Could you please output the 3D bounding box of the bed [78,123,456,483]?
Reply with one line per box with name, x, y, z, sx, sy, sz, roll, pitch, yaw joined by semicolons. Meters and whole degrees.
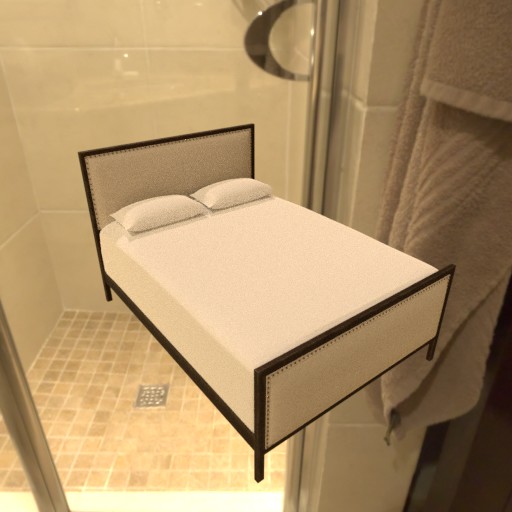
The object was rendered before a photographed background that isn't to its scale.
bed;0.000;0.000;3.225;1.607;1.313;2.221;-20;34;-32
